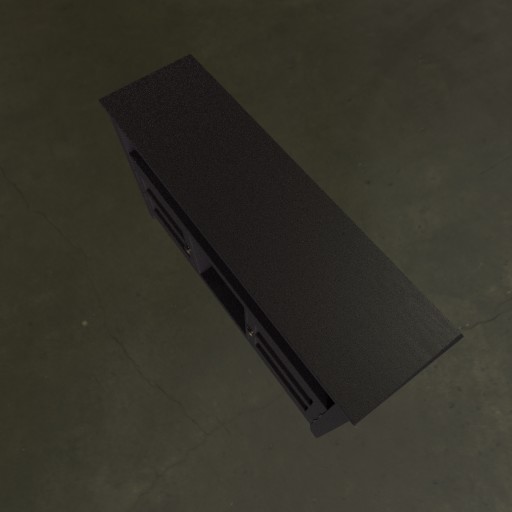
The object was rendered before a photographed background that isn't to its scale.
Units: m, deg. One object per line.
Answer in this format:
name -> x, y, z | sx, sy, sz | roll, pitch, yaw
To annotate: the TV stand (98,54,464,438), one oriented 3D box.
TV stand -> 0.000, 0.000, 1.525 | 0.347, 0.681, 1.198 | -34, 69, -15
